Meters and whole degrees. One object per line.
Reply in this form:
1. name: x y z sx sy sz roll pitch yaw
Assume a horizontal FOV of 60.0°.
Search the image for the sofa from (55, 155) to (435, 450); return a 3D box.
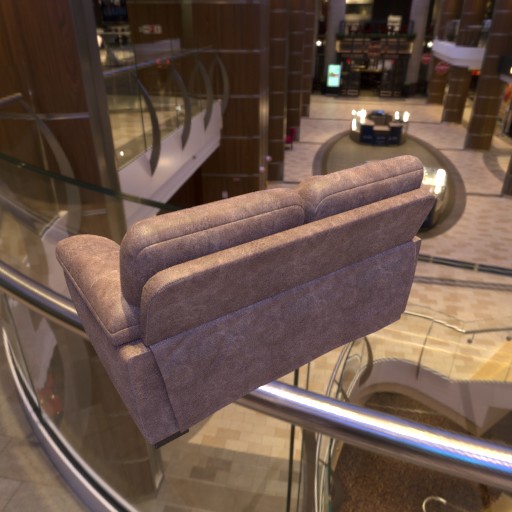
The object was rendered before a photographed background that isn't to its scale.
1. sofa: 0.000 0.000 2.312 1.753 0.991 0.991 -19 34 -31
